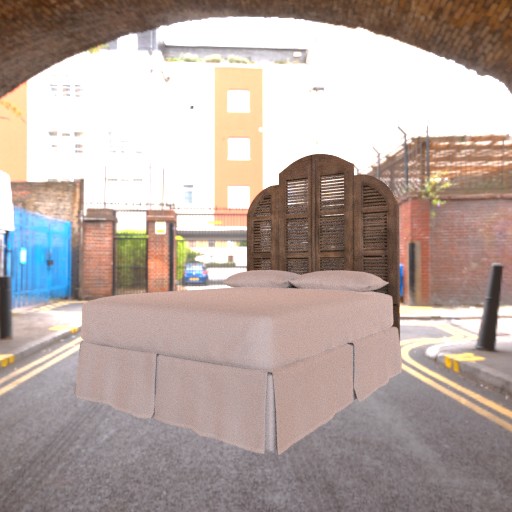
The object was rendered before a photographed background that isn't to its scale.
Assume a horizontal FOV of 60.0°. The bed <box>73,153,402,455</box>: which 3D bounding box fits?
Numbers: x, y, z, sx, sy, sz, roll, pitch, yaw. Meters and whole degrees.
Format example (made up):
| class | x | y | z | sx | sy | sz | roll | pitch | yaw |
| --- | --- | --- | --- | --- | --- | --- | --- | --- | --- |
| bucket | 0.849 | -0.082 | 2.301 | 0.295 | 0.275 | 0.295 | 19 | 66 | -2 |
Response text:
| class | x | y | z | sx | sy | sz | roll | pitch | yaw |
| --- | --- | --- | --- | --- | --- | --- | --- | --- | --- |
| bed | 0.000 | 0.000 | 3.480 | 1.713 | 2.019 | 2.138 | -1 | -2 | 35 |
